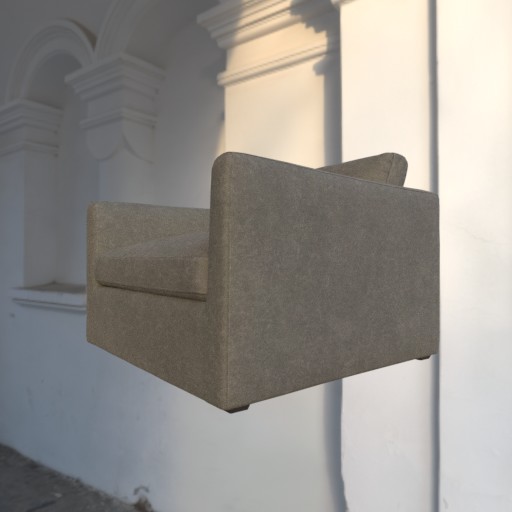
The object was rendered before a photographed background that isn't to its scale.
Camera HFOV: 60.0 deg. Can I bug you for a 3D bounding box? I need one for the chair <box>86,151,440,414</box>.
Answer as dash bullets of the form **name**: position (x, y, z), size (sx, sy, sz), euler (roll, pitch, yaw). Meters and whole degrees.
- **chair**: position (0.000, 0.000, 1.850), size (1.091, 0.845, 1.190), euler (0, -1, -36)
